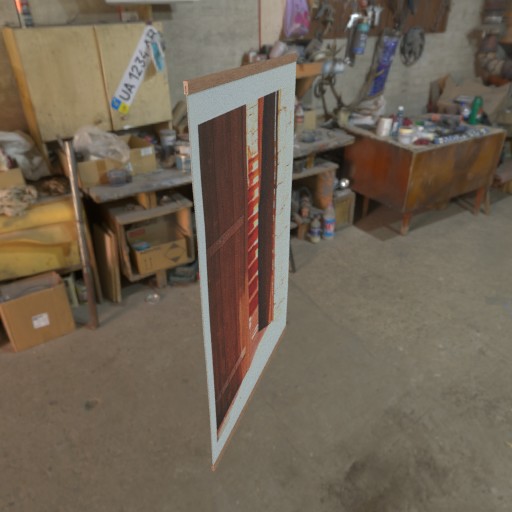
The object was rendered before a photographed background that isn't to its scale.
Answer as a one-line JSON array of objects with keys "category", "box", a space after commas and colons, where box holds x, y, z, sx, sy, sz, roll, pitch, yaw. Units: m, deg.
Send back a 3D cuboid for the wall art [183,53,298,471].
[{"category": "wall art", "box": [0.000, 0.000, 1.903, 0.019, 1.527, 1.019, 10, 30, 18]}]
